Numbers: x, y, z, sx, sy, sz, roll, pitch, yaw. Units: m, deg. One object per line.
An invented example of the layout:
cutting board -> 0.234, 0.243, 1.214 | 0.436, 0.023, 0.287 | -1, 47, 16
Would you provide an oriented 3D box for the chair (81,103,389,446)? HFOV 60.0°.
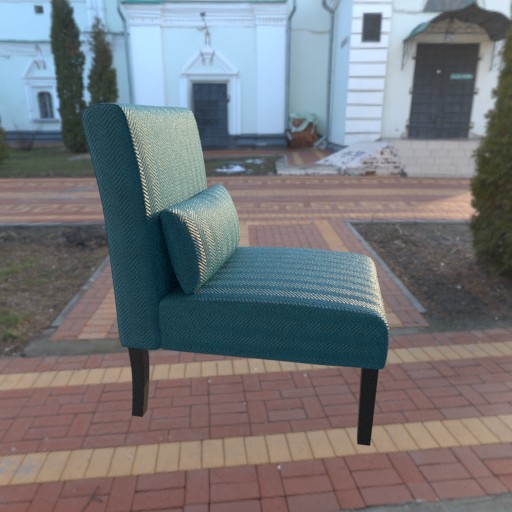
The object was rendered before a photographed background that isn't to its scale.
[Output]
chair -> 0.000, 0.000, 1.435 | 0.808, 0.927, 0.579 | 3, 18, 10
